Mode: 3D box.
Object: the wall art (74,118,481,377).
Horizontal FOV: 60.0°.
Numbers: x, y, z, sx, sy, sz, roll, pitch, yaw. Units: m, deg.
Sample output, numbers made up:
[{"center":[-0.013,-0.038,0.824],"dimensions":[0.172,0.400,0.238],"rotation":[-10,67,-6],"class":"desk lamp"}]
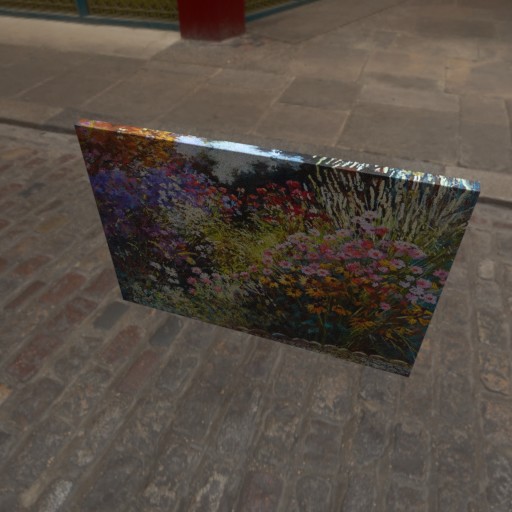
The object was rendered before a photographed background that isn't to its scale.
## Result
[{"center":[0.000,0.000,1.157],"dimensions":[0.908,0.604,0.037],"rotation":[13,42,14],"class":"wall art"}]
